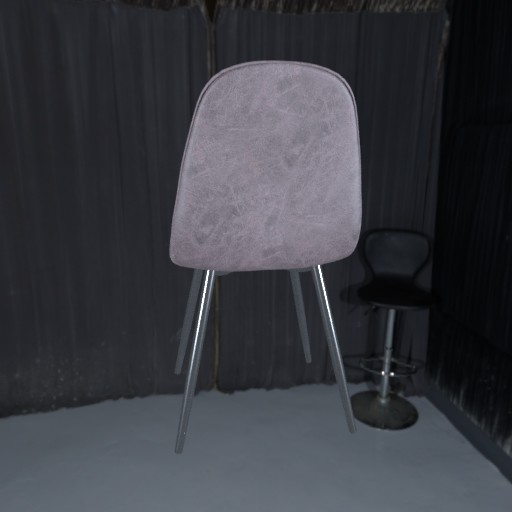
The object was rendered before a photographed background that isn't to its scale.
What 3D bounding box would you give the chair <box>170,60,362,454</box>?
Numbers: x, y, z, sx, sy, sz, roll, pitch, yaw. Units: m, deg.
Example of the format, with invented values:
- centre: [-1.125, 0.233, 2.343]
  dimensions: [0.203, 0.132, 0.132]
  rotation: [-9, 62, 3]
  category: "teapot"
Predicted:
- centre: [0.000, 0.000, 1.200]
  dimensions: [0.472, 0.889, 0.561]
  rotation: [-2, 14, -10]
  category: "chair"
